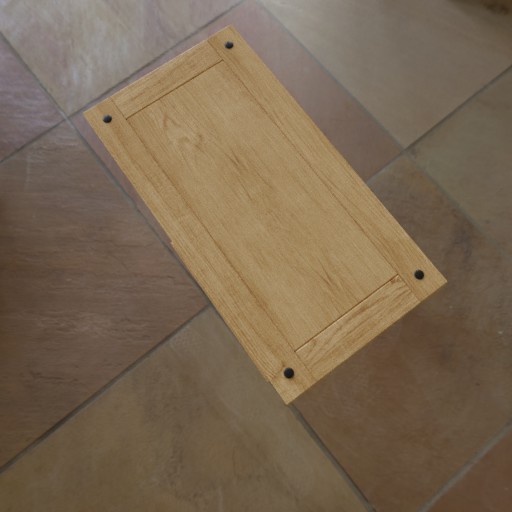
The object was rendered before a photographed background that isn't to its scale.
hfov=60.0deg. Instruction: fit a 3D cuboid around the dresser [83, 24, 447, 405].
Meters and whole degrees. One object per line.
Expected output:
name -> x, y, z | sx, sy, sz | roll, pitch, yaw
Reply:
dresser -> 0.000, 0.000, 1.752 | 0.485, 1.300, 0.915 | -35, 78, -8
